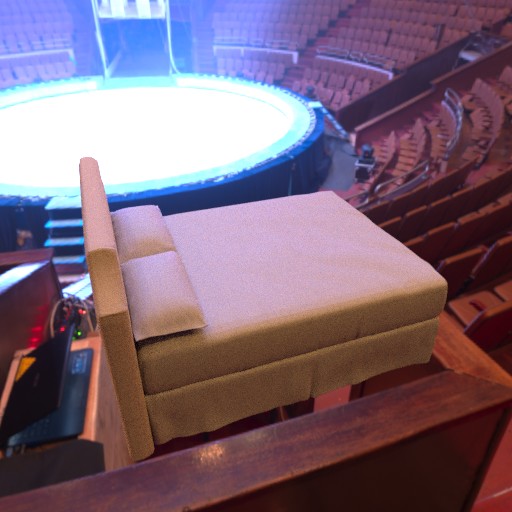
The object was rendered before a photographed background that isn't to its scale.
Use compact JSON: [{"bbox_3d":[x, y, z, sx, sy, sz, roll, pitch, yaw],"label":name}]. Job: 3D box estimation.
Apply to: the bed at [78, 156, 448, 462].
[{"bbox_3d":[0.000,0.000,3.206,2.164,1.297,1.828,-11,33,-17],"label":"bed"}]
